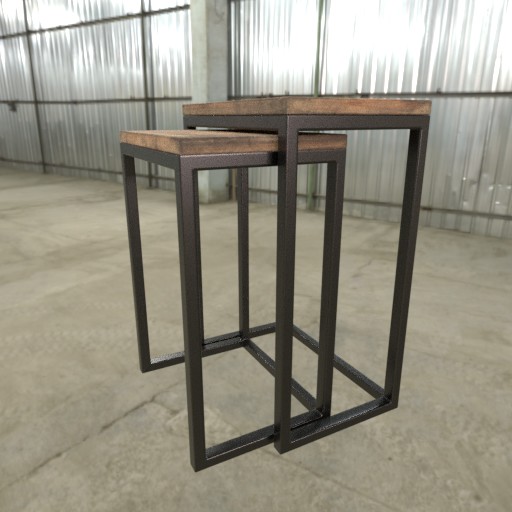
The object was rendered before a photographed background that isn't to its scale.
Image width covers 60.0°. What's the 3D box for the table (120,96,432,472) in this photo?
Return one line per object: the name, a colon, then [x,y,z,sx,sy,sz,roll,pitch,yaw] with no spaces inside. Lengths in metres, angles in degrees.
table: [0.000,0.000,0.937,0.460,0.615,0.456,-8,19,-25]
